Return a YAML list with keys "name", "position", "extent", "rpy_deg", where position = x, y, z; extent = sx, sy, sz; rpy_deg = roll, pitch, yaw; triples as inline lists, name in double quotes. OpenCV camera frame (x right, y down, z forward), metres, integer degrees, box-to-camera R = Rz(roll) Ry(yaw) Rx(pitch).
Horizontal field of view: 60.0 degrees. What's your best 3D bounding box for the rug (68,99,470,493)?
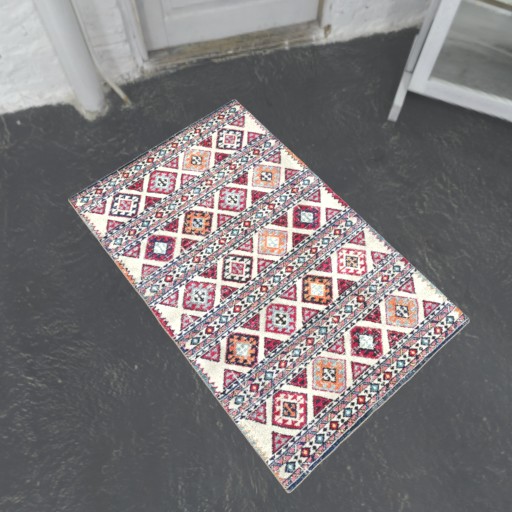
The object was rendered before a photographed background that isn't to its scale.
- name: "rug"
  position: [0.000, 0.000, 3.013]
  extent: [1.545, 0.010, 2.440]
  rpy_deg: [-36, 70, -16]
